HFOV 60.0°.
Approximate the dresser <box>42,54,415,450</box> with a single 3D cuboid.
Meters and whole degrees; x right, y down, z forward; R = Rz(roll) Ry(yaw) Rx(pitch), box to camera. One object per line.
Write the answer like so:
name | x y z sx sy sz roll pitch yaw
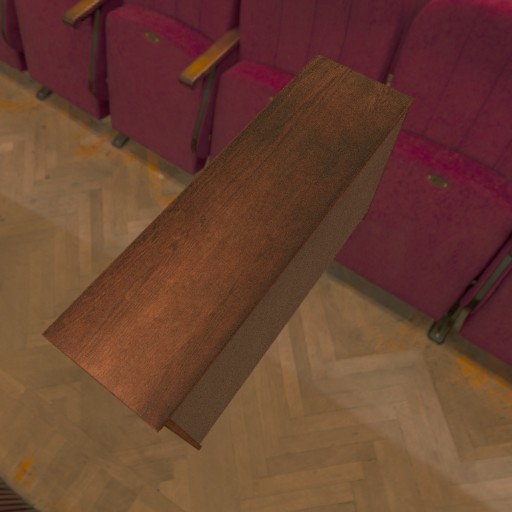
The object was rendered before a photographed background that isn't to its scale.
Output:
dresser | 0.000 0.000 1.925 0.463 0.856 1.551 32 66 16
